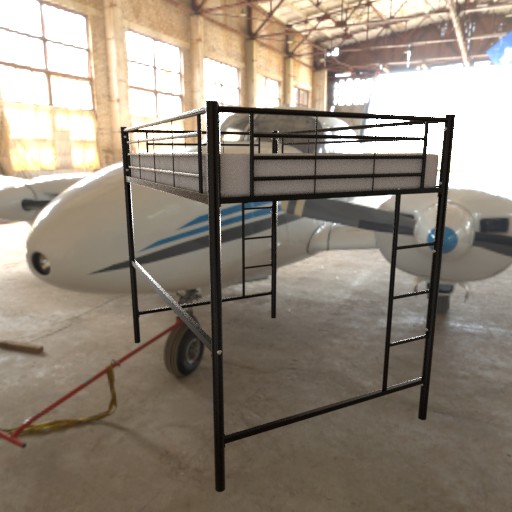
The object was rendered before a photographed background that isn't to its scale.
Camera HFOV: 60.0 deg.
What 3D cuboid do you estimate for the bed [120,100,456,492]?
[{"bbox_3d":[0.000,0.000,3.106,1.397,1.803,1.994,-6,14,-26],"label":"bed"}]
